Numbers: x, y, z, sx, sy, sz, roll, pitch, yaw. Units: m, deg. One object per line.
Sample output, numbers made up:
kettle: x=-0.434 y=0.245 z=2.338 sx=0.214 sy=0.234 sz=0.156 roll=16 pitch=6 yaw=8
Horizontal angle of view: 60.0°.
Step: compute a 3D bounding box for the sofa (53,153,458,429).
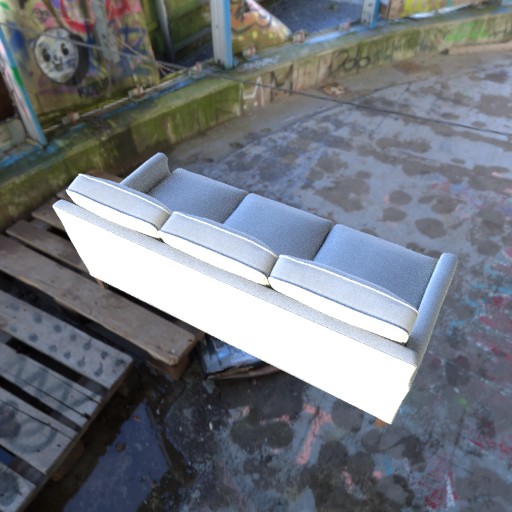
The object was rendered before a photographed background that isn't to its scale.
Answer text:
sofa: x=0.000 y=0.000 z=2.806 sx=2.246 sy=1.003 sz=1.084 roll=22 pitch=50 yaw=20
